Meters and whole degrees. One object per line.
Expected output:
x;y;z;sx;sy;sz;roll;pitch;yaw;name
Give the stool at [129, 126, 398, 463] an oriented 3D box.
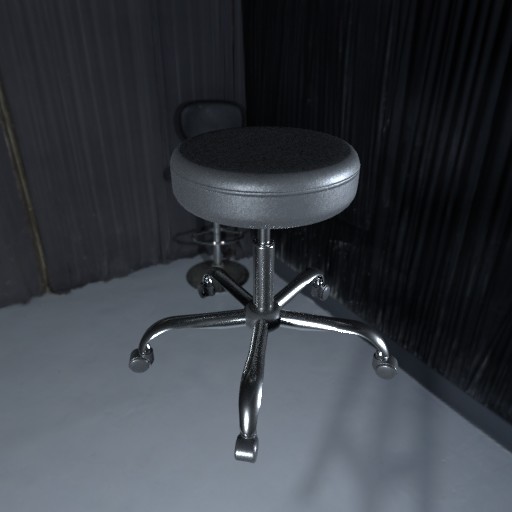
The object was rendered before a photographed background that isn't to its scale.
0.000;0.000;1.113;0.673;0.576;0.638;-18;34;-29;stool
